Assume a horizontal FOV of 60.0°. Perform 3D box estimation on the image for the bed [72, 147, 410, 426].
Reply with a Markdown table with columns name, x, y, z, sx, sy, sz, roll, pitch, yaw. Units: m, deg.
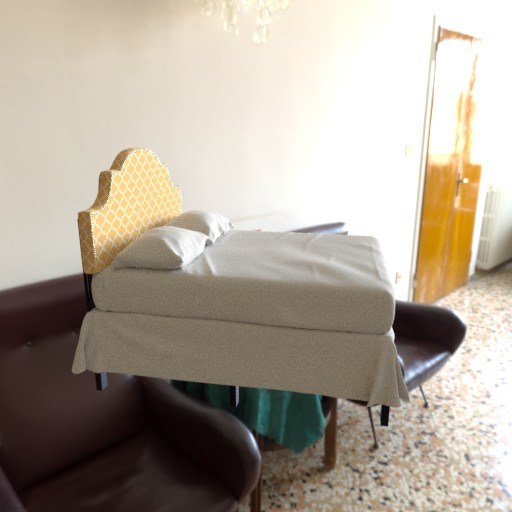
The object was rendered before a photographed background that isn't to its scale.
| name | x | y | z | sx | sy | sz | roll | pitch | yaw |
| --- | --- | --- | --- | --- | --- | --- | --- | --- | --- |
| bed | 0.000 | 0.000 | 3.453 | 2.222 | 1.633 | 1.780 | 3 | 16 | 11 |
